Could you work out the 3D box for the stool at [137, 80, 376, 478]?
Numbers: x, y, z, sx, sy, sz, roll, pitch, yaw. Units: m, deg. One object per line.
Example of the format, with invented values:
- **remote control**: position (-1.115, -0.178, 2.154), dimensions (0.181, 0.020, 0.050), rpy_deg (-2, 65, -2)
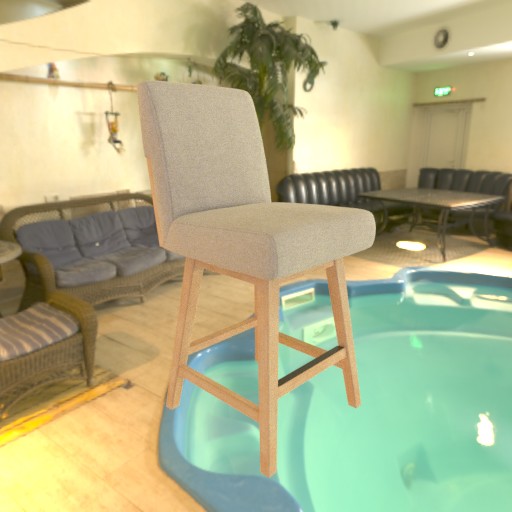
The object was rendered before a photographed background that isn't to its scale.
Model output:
- **stool**: position (0.000, 0.000, 1.444), dimensions (0.606, 1.085, 0.507), rpy_deg (14, 21, 42)
